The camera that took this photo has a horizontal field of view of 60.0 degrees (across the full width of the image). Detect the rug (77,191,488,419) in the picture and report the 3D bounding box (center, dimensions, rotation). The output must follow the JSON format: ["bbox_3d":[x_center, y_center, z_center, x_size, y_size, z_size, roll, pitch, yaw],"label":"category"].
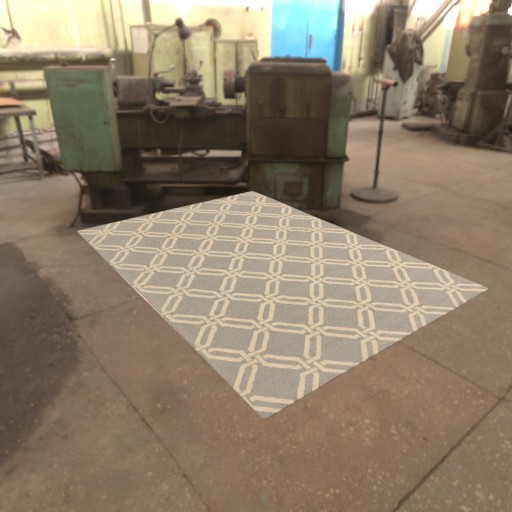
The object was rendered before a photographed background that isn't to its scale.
[{"bbox_3d":[0.000,0.000,2.729,1.522,0.013,2.133,-18,31,-33],"label":"rug"}]
